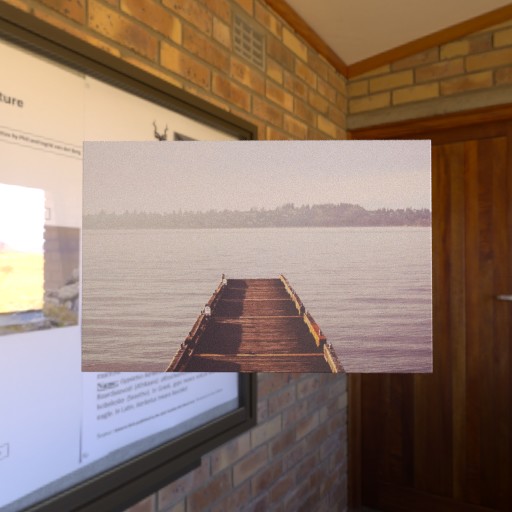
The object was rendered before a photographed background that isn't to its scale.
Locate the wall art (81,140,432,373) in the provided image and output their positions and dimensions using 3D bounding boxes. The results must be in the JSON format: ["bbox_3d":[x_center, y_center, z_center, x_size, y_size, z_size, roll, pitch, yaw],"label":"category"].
[{"bbox_3d":[0.000,0.000,1.178,0.916,0.609,0.037,0,-1,1],"label":"wall art"}]
